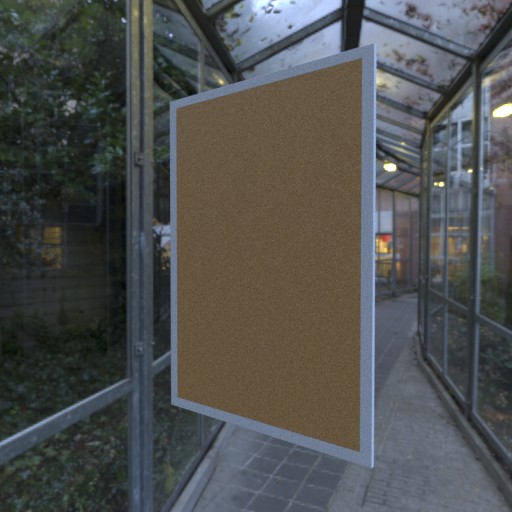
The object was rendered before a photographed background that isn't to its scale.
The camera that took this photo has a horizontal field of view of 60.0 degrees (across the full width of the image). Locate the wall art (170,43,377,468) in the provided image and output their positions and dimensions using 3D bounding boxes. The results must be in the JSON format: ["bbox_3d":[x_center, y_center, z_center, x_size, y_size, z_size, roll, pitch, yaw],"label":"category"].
[{"bbox_3d":[0.000,0.000,1.183,0.659,0.940,0.013,1,2,37],"label":"wall art"}]
